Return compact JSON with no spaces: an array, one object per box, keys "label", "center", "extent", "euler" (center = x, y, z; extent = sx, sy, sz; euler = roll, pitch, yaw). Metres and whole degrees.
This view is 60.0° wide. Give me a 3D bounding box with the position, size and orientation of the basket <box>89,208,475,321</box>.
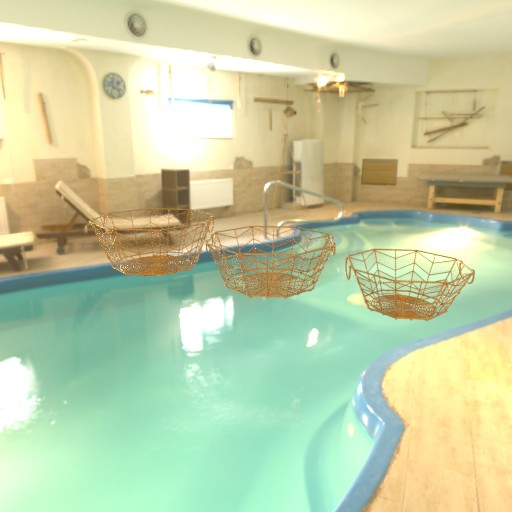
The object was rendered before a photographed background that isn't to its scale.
[{"label":"basket","center":[0.000,0.000,1.403],"extent":[1.245,0.178,0.432],"euler":[8,17,27]}]
